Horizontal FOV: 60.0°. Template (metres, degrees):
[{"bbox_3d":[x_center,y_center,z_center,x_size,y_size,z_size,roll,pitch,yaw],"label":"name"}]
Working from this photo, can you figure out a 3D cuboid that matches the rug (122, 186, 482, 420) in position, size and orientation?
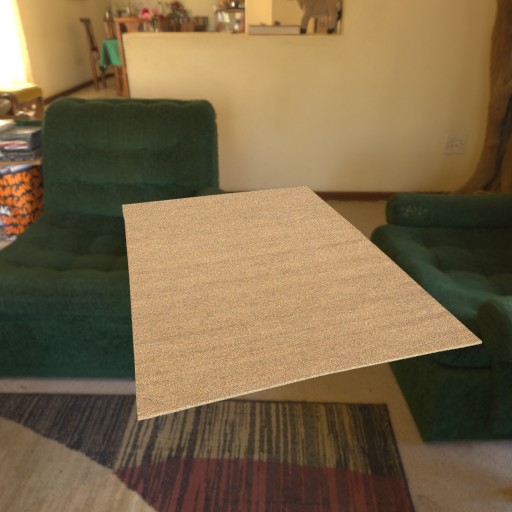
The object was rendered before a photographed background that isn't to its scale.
[{"bbox_3d":[0.000,0.000,2.875,1.624,0.030,2.264,-8,30,-14],"label":"rug"}]
